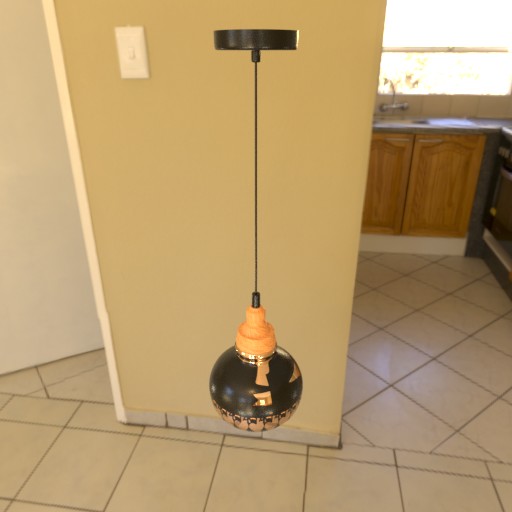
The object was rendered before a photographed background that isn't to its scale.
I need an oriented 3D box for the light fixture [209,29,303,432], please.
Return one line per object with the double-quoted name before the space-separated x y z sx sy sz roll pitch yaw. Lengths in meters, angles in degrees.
"light fixture" 0.000 0.000 1.774 0.430 1.606 0.430 0 25 -1
